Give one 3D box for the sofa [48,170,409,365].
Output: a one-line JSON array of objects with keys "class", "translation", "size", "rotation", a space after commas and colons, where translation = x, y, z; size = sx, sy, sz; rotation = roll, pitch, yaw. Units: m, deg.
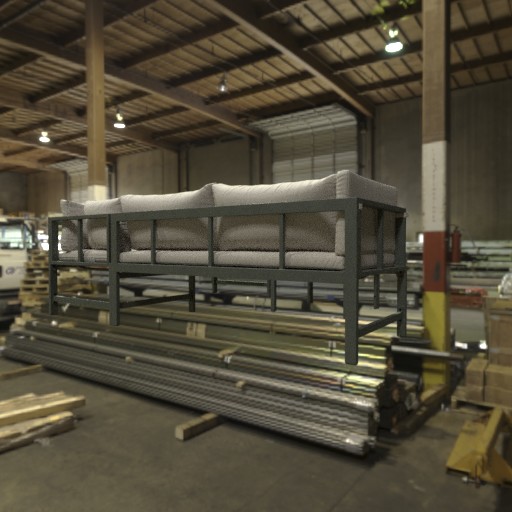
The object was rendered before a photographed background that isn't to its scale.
[{"class": "sofa", "translation": [0.000, 0.000, 2.923], "size": [2.096, 0.758, 1.658], "rotation": [1, 2, 35]}]
